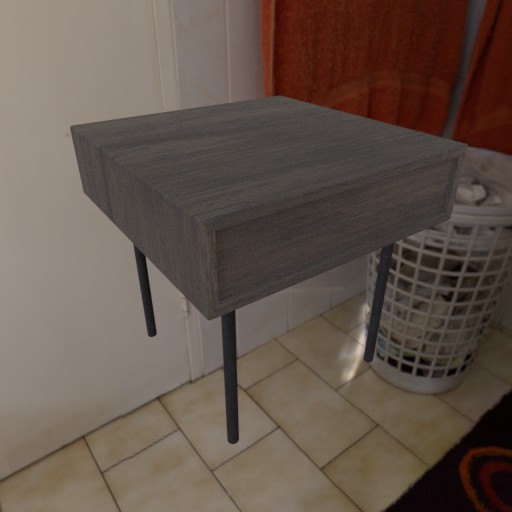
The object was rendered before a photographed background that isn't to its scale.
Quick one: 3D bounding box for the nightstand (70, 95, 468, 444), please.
[{"bbox_3d":[0.000,0.000,0.904,0.502,0.497,0.503,-20,36,-30],"label":"nightstand"}]
